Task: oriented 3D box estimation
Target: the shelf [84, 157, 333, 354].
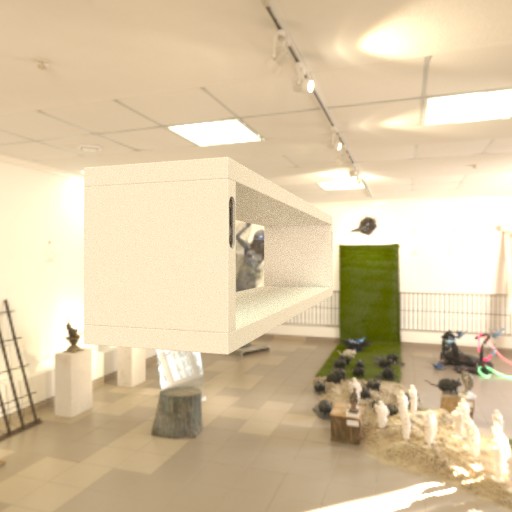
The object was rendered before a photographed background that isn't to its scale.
[{"bbox_3d":[0.000,0.000,0.694,0.150,0.170,0.610,0,0,18],"label":"shelf"}]
